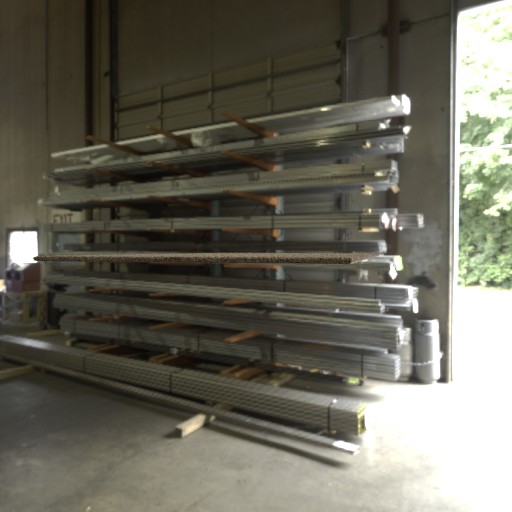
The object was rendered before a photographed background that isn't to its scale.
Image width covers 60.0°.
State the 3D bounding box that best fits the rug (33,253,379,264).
[{"bbox_3d":[0.000,0.000,3.525,1.778,0.030,2.743,0,1,18],"label":"rug"}]
